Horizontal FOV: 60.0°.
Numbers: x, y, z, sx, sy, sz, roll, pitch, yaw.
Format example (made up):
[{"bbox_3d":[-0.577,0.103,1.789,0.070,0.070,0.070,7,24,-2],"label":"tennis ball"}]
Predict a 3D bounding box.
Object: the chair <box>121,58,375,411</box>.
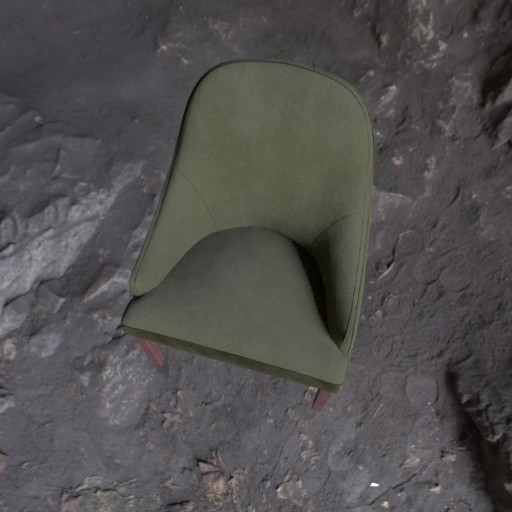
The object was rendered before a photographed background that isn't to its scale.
[{"bbox_3d":[0.000,0.000,1.276,0.643,0.889,0.575,14,60,8],"label":"chair"}]
